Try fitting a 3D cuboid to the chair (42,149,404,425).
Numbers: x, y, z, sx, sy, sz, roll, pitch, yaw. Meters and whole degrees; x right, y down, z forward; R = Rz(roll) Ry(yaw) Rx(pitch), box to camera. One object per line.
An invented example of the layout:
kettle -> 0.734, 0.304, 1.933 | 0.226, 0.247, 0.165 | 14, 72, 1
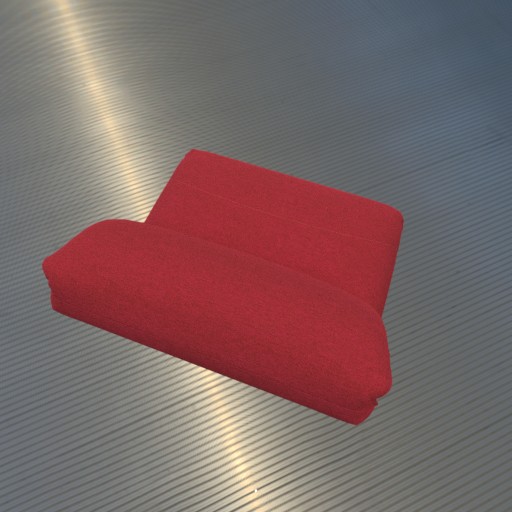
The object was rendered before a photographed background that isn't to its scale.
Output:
chair -> 0.000, 0.000, 1.312 | 0.820, 0.580, 0.780 | 18, 64, 9
